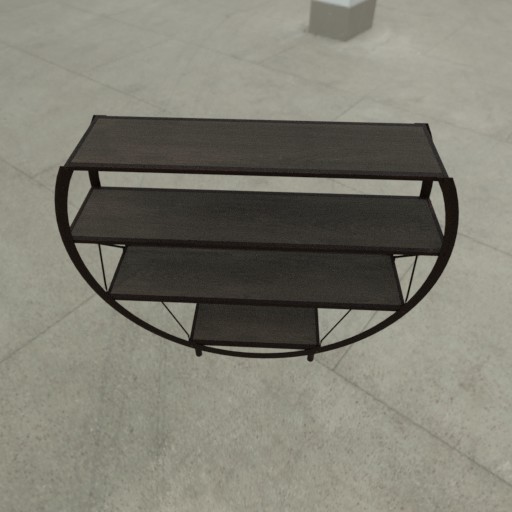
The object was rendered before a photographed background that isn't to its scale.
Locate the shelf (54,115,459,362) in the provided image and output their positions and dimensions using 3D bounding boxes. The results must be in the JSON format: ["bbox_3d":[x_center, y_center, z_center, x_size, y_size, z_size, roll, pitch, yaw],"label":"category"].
[{"bbox_3d":[0.000,0.000,1.860,1.403,1.063,0.344,2,45,2],"label":"shelf"}]
